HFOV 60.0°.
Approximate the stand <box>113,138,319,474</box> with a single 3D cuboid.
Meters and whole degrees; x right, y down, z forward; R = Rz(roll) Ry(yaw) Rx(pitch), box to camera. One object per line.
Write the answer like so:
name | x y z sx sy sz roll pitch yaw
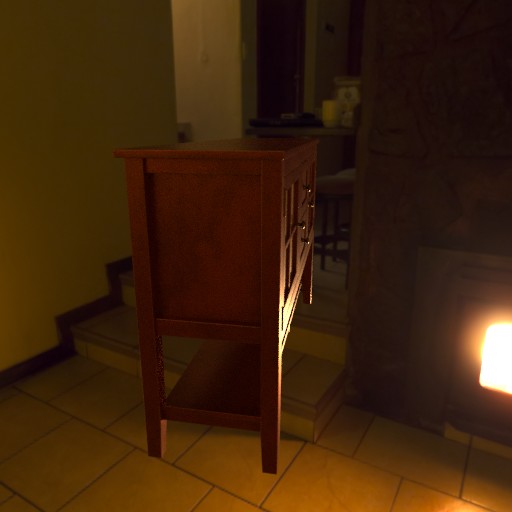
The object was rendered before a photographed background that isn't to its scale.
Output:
stand | 0.000 0.000 1.745 0.410 0.872 1.362 3 16 11
